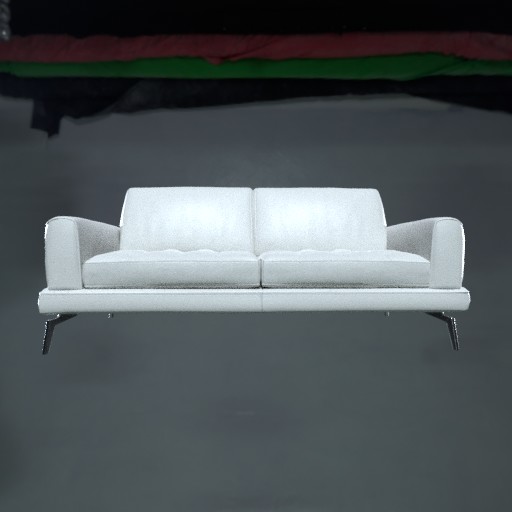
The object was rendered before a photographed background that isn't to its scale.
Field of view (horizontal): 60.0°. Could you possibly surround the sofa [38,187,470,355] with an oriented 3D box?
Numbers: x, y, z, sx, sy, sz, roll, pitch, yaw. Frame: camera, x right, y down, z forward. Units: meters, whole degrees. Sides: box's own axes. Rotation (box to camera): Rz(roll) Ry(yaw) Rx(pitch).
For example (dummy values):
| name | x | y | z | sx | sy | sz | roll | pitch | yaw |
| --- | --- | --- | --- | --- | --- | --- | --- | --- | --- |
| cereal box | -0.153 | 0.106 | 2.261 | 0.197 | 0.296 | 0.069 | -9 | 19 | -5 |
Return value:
| name | x | y | z | sx | sy | sz | roll | pitch | yaw |
| --- | --- | --- | --- | --- | --- | --- | --- | --- | --- |
| sofa | 0.000 | 0.000 | 2.712 | 2.177 | 0.930 | 1.121 | 0 | 1 | -2 |
